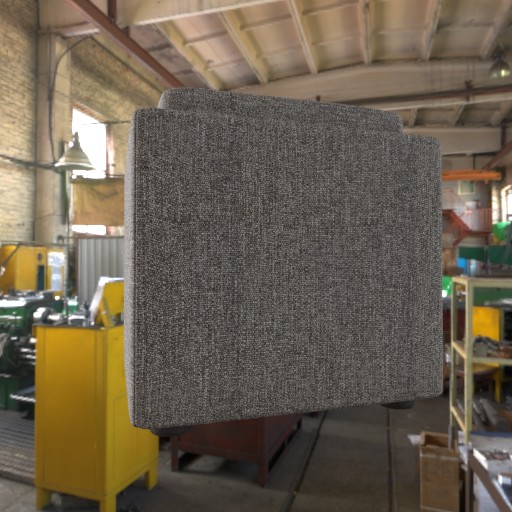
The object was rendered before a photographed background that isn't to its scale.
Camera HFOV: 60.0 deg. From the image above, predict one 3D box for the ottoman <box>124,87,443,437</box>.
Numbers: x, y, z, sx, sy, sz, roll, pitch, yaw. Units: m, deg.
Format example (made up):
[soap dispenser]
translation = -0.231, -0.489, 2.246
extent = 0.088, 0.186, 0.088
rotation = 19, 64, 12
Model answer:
[ottoman]
translation = 0.000, 0.000, 0.799
extent = 0.450, 0.460, 0.450
rotation = 0, -1, -18
